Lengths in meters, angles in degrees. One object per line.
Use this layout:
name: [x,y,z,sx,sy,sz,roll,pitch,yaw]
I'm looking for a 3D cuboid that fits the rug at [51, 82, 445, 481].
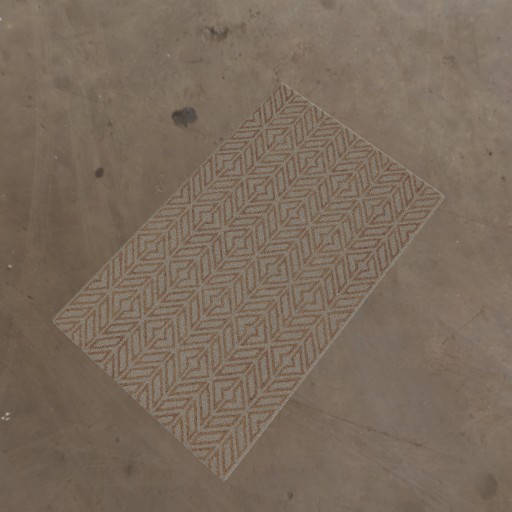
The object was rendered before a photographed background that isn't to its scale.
rug: [0.000,0.000,3.067,1.523,0.008,2.438,39,77,10]
